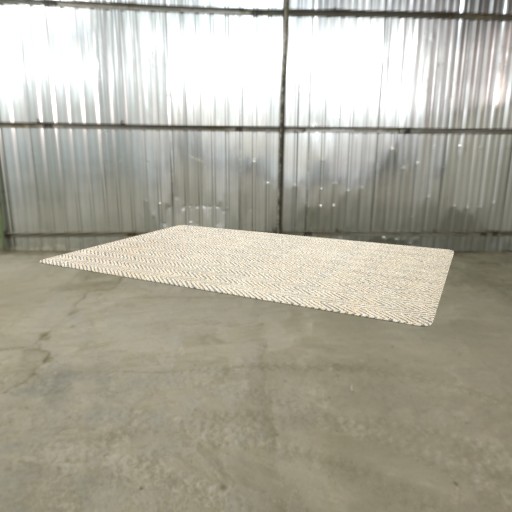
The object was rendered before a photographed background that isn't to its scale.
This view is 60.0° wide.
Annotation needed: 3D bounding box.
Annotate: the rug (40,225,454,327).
[{"bbox_3d":[0.000,0.000,2.208,1.752,0.008,1.144,7,15,26],"label":"rug"}]
